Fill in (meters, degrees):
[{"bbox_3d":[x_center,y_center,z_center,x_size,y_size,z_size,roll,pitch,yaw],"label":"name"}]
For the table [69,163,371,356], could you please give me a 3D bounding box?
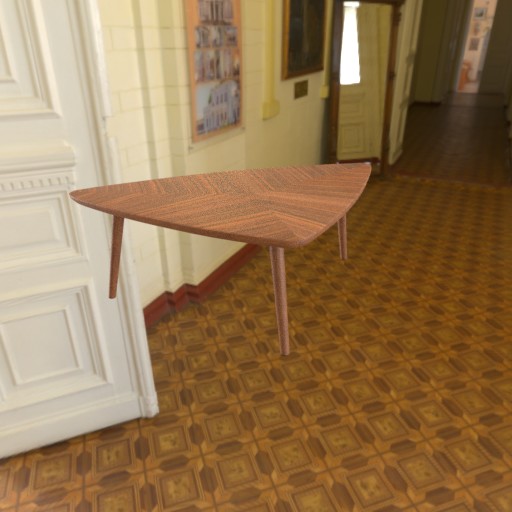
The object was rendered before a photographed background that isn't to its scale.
[{"bbox_3d":[0.000,0.000,1.338,1.008,0.365,0.601,-9,28,-17],"label":"table"}]
